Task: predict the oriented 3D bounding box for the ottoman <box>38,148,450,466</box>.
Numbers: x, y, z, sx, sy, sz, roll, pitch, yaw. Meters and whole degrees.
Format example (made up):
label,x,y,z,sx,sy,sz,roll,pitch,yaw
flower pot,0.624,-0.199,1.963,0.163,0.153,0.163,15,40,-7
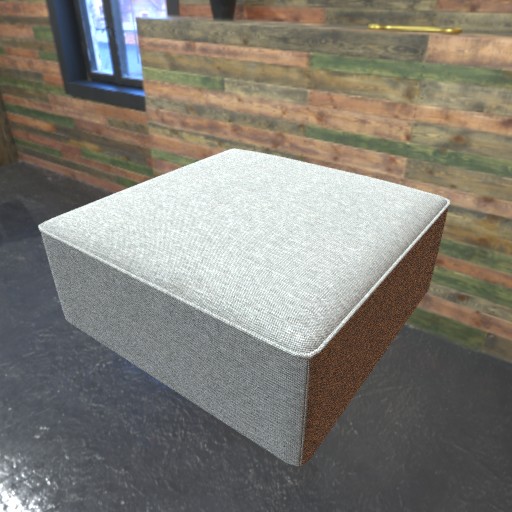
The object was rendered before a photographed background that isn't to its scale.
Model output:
label,x,y,z,sx,sy,sz,roll,pitch,yaw
ottoman,0.000,0.000,1.564,1.005,0.455,1.005,21,37,31
